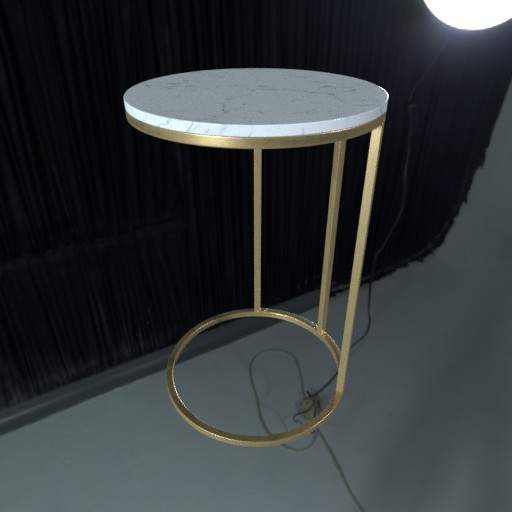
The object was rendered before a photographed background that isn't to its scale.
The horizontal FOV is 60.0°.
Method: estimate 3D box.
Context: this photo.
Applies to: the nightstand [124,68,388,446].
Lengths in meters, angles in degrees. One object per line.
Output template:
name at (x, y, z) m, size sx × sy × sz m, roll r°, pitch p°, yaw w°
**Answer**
nightstand at (0.000, 0.000, 0.851) m, size 0.400 × 0.610 × 0.400 m, roll -19°, pitch 37°, yaw -28°
